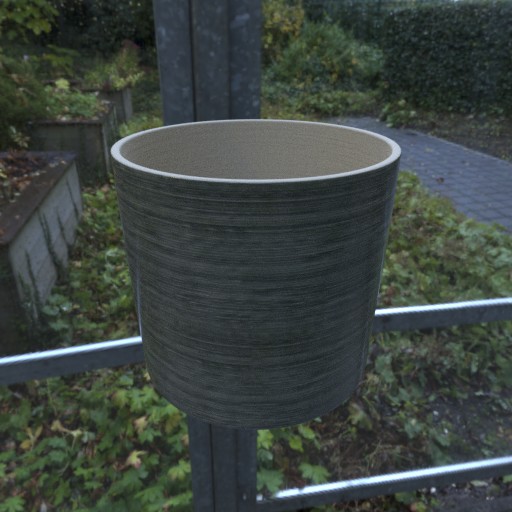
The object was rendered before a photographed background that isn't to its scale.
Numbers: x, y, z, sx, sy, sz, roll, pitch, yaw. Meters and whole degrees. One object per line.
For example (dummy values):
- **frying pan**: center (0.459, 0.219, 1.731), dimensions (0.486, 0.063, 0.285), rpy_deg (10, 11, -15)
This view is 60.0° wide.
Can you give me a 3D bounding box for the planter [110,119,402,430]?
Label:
- **planter**: center (0.000, 0.000, 0.395), dimensions (0.221, 0.201, 0.221), rpy_deg (0, 26, 0)
